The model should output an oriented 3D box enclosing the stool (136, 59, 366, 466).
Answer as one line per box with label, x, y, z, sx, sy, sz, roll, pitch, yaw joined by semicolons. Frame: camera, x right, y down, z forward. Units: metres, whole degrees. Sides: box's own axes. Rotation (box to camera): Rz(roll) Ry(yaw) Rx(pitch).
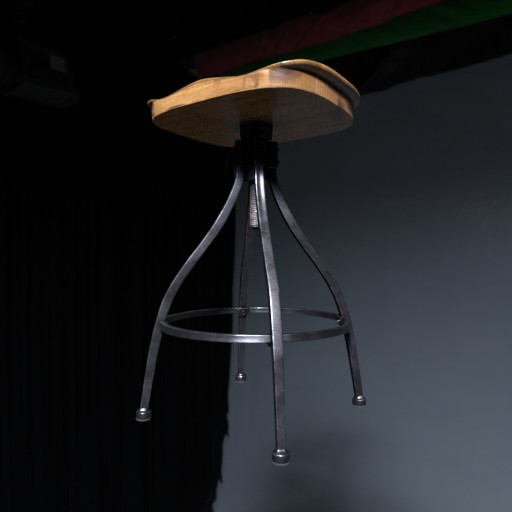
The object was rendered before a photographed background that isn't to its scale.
stool;0.000;0.000;0.987;0.432;0.694;0.424;0;0;35
